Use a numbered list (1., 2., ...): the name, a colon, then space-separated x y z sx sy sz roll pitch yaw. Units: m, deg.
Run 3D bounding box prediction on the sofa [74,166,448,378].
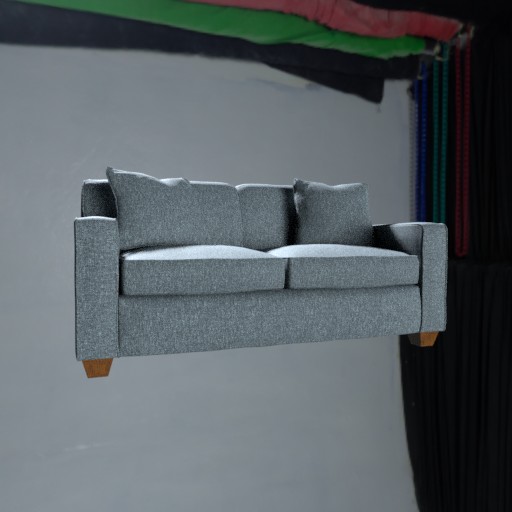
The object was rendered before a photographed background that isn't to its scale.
1. sofa: 0.000 0.000 2.472 1.846 0.958 0.998 -1 2 -19
